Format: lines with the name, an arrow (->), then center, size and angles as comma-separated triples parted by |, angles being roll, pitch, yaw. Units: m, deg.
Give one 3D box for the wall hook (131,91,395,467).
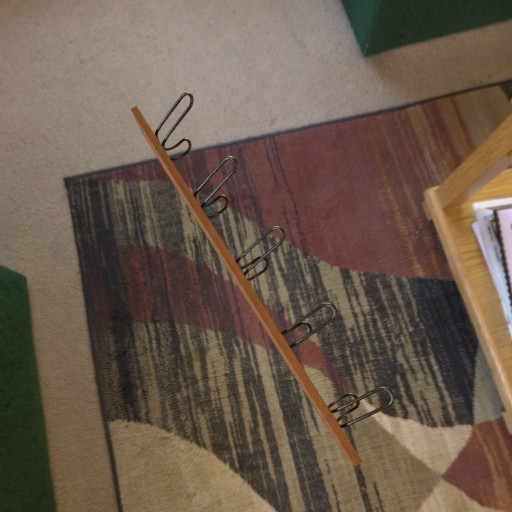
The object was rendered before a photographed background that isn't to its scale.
wall hook -> 0.000, 0.000, 0.588 | 0.076, 0.116, 0.554 | -31, 77, -8
